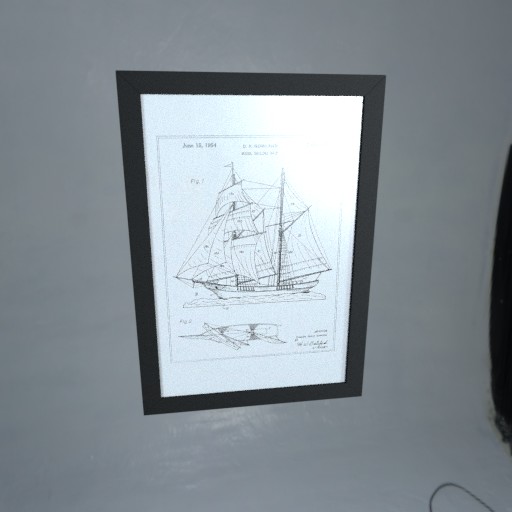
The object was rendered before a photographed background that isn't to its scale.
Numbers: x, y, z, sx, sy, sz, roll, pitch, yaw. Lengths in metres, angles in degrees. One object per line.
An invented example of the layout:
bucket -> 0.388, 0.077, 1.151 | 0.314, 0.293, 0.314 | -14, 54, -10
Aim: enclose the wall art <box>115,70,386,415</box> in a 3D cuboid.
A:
wall art -> 0.000, 0.000, 0.598 | 0.326, 0.459, 0.011 | -2, 16, -8
